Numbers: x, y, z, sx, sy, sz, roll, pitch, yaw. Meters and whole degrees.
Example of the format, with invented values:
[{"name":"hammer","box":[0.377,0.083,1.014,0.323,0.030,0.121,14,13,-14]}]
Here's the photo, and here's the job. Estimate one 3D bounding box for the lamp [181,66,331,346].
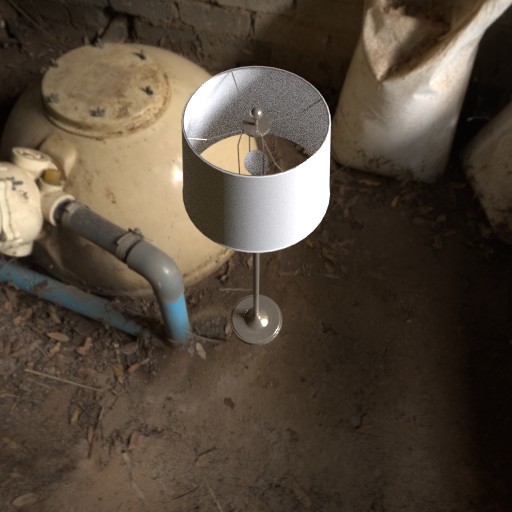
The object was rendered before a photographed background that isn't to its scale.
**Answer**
[{"name":"lamp","box":[0.000,0.000,1.689,0.431,1.488,0.431,0,63,0]}]
